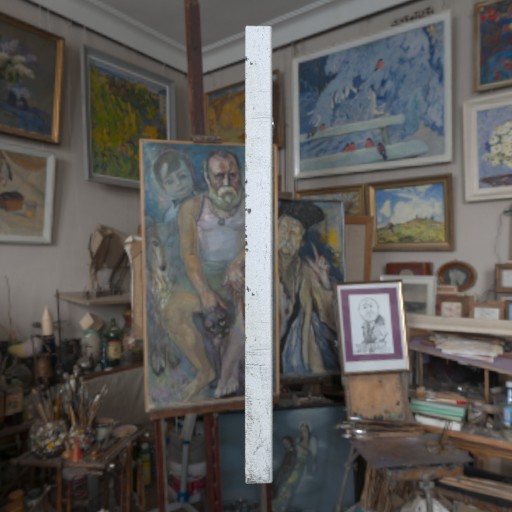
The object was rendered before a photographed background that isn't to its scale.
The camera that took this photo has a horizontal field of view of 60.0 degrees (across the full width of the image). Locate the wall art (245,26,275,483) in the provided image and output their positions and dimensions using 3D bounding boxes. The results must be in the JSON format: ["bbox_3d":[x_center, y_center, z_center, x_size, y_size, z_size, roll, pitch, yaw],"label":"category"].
[{"bbox_3d":[0.000,0.000,0.892,0.040,0.611,0.610,0,-1,-1],"label":"wall art"}]
